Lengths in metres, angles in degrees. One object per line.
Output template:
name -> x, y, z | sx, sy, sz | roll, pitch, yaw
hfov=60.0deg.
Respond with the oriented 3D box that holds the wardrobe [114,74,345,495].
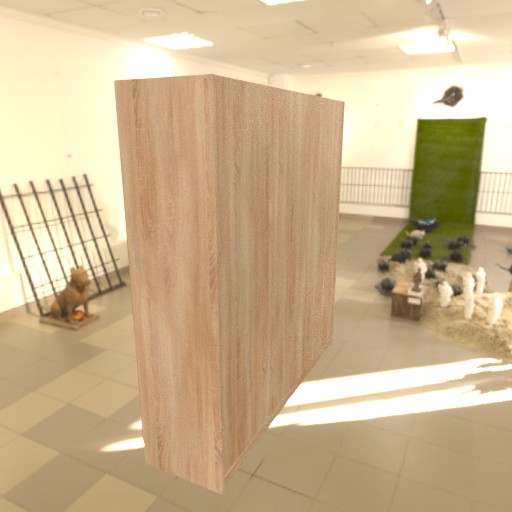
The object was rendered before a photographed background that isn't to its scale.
wardrobe -> 0.000, 0.000, 3.133 | 0.598, 2.159, 1.998 | 8, 17, 26
